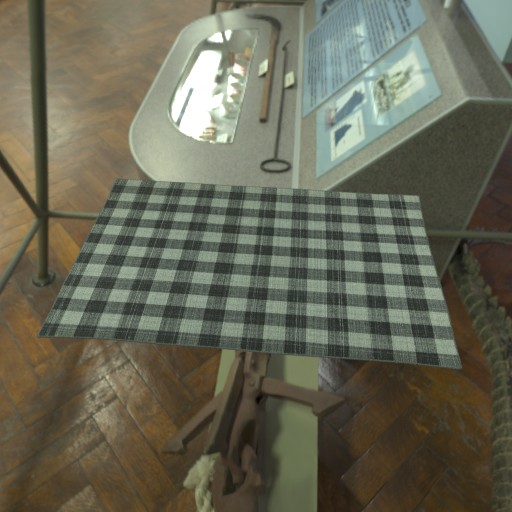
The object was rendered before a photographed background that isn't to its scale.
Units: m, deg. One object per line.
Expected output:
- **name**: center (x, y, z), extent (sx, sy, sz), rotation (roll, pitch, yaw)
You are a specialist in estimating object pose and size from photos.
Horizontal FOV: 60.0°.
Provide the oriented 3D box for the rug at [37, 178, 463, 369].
- **rug**: center (0.000, 0.000, 3.081), extent (2.476, 0.011, 1.554), rotation (4, 47, 4)
